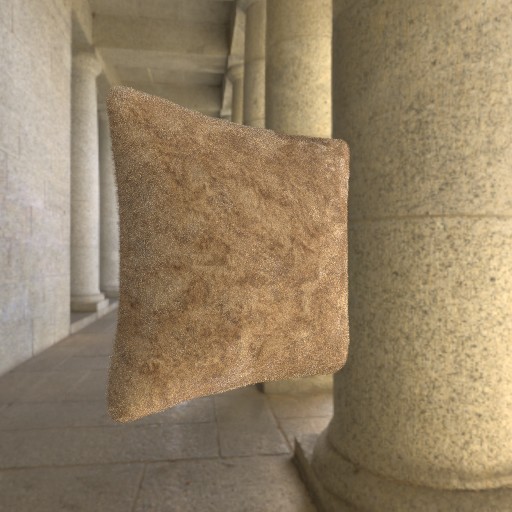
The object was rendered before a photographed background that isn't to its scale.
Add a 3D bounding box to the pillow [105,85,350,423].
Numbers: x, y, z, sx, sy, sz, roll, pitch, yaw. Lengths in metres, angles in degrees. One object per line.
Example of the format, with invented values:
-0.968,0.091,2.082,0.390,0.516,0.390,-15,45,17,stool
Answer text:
0.000,0.000,0.813,0.538,0.525,0.216,0,0,-36,pillow
